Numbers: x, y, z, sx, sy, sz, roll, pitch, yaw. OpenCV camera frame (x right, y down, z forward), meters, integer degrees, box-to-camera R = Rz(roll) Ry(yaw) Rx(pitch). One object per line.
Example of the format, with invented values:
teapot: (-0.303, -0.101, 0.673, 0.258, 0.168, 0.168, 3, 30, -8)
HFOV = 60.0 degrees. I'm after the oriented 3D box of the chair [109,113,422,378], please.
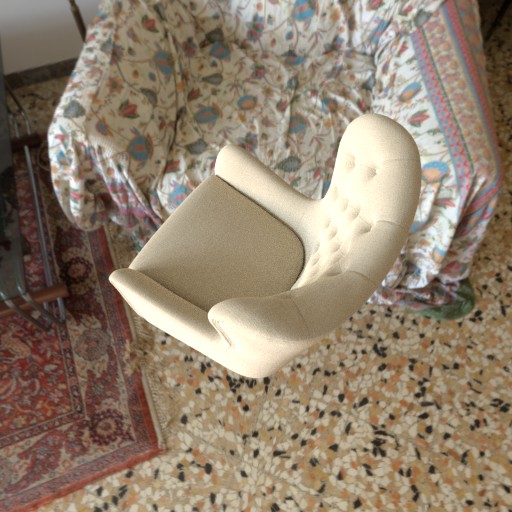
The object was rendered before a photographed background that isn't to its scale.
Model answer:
chair: (0.000, 0.000, 1.757, 0.929, 1.079, 0.831, 30, 67, 15)
